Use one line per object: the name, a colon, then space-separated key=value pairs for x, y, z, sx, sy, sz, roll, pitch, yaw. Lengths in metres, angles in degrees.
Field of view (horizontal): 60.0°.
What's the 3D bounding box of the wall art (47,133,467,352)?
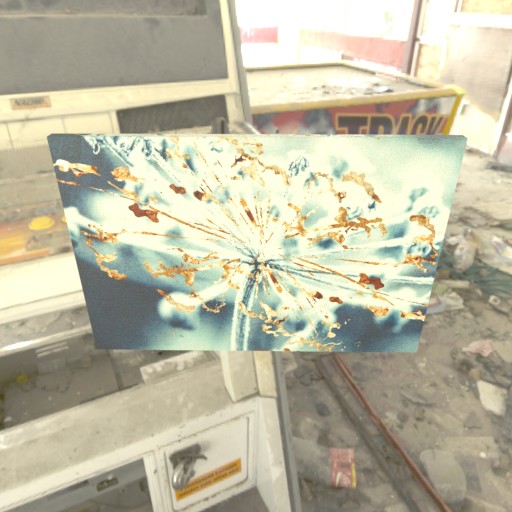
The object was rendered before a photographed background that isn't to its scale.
wall art: x=0.000 y=0.000 z=1.403 sx=1.138 sy=0.759 sz=0.035 roll=0 pitch=30 yaw=1
